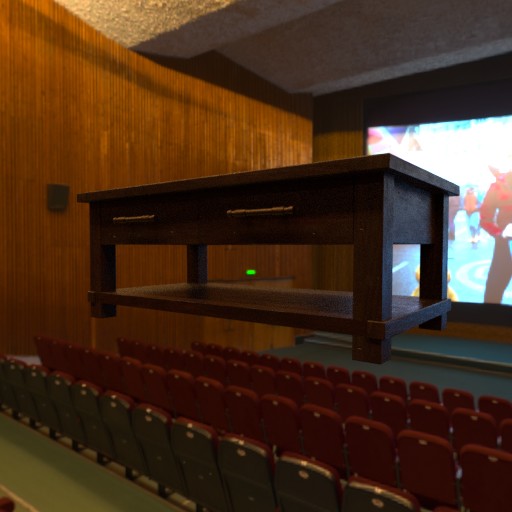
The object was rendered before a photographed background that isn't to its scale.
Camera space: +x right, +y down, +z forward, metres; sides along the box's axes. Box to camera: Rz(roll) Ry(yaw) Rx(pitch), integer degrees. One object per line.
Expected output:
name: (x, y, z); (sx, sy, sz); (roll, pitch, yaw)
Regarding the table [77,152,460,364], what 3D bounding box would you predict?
table: (0.000, 0.000, 1.658); (1.270, 0.494, 0.700); (1, 1, 37)
